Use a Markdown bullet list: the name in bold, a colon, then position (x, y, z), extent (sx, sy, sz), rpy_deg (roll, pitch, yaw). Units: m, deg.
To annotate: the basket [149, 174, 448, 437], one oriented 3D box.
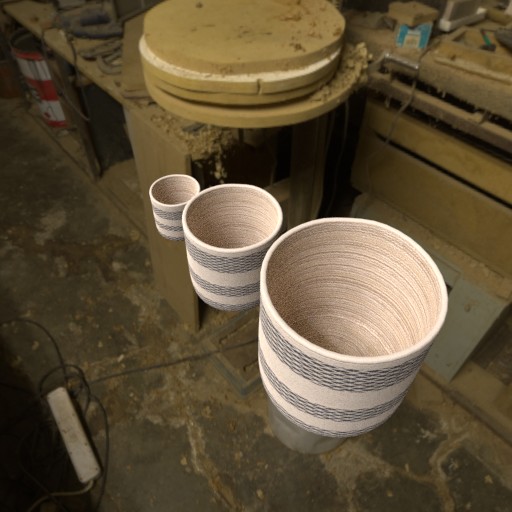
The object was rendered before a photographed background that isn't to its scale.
- **basket**: position (0.000, 0.000, 1.105), extent (0.351, 0.356, 0.917), rpy_deg (-31, 54, -26)
